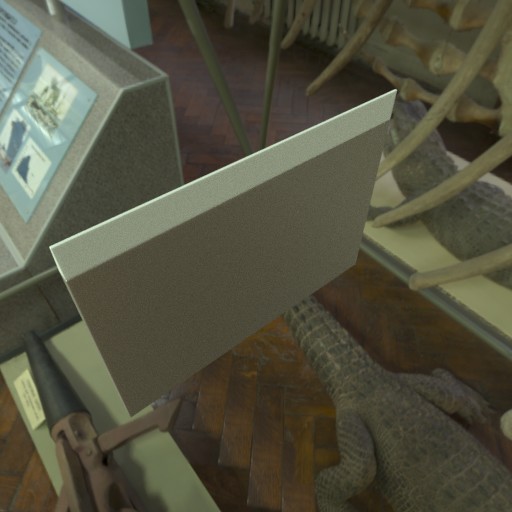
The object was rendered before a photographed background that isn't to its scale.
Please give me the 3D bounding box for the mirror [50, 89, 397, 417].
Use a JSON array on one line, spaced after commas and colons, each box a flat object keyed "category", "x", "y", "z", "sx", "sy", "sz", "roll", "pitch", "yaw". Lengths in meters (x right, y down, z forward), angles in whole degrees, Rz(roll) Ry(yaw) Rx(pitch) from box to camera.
[{"category": "mirror", "x": 0.000, "y": 0.000, "z": 1.133, "sx": 0.870, "sy": 0.630, "sz": 0.030, "roll": -30, "pitch": 53, "yaw": -26}]
